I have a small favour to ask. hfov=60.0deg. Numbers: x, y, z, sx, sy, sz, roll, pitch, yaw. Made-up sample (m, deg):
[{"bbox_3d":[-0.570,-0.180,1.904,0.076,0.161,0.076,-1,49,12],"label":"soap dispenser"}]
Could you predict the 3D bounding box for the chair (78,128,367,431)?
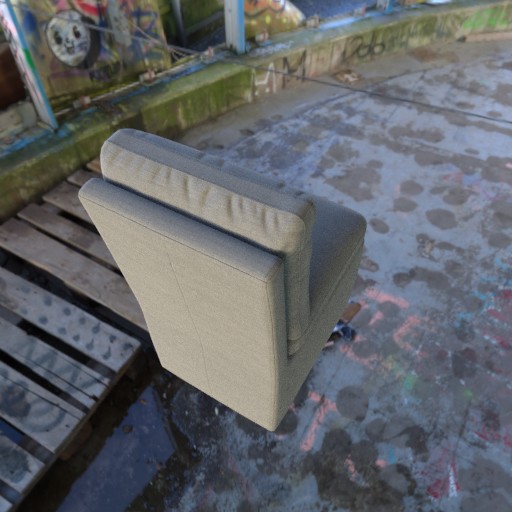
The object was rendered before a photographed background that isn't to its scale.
[{"bbox_3d":[0.000,0.000,1.337,0.503,0.927,0.698,24,52,20],"label":"chair"}]
